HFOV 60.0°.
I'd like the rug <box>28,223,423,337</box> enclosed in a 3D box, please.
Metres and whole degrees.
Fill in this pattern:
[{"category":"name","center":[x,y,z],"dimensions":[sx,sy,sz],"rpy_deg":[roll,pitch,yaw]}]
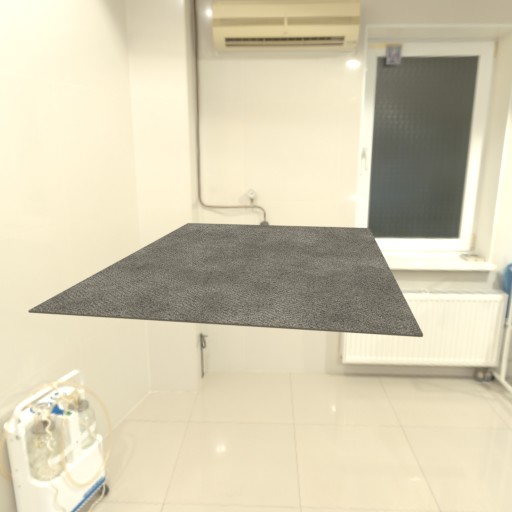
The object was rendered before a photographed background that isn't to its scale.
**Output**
[{"category":"rug","center":[0.000,0.000,2.820],"dimensions":[1.600,0.008,2.235],"rpy_deg":[2,14,9]}]
